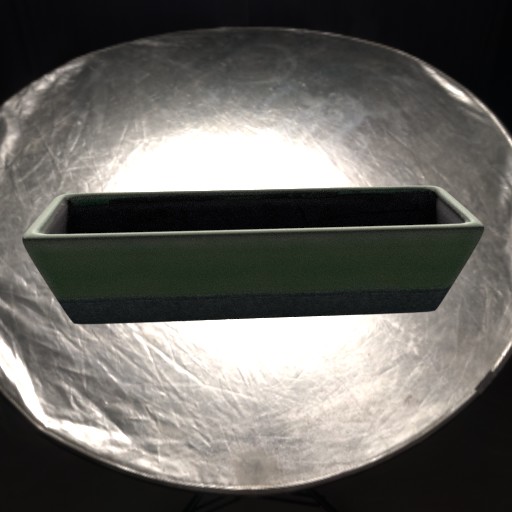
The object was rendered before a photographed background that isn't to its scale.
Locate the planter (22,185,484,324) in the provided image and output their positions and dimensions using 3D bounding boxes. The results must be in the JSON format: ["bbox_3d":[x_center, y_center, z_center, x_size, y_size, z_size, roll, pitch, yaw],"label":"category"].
[{"bbox_3d":[0.000,0.000,0.305,0.275,0.072,0.072,-2,30,-3],"label":"planter"}]
